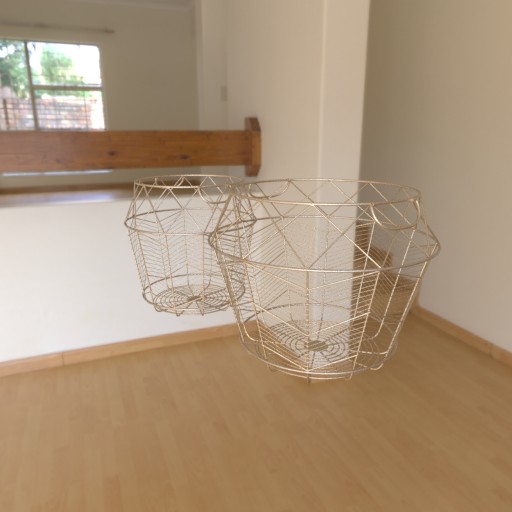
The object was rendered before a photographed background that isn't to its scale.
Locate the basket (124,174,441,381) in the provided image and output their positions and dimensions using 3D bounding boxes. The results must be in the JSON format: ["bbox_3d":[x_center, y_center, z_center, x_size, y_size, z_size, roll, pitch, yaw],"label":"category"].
[{"bbox_3d":[0.000,0.000,1.028,0.805,0.343,0.451,14,21,41],"label":"basket"}]
